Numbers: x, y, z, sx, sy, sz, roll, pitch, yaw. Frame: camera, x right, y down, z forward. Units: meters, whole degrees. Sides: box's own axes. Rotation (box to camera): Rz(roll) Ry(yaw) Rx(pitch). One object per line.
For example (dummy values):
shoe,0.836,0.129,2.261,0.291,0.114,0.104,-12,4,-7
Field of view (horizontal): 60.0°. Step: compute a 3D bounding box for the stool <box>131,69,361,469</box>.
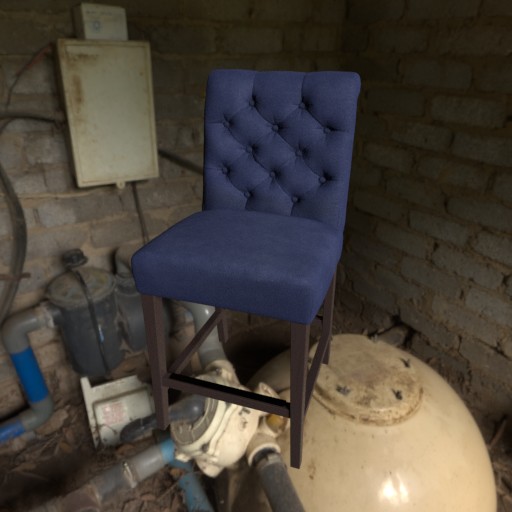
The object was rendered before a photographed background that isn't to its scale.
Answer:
stool,0.000,0.000,1.337,0.493,1.010,0.601,8,27,17
